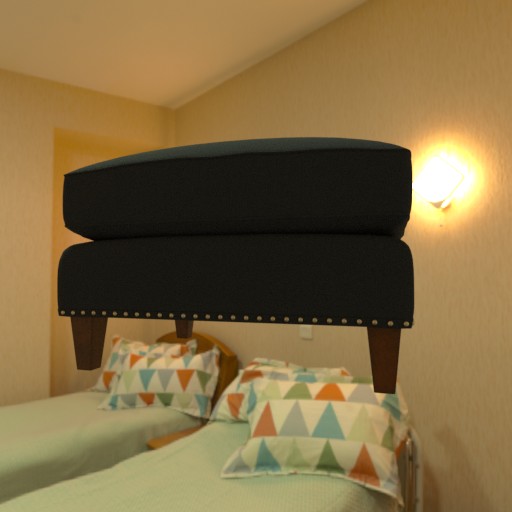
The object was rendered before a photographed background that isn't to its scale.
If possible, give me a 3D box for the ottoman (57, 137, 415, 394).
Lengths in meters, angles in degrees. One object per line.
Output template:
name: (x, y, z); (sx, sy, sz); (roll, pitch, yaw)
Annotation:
ottoman: (0.000, 0.000, 1.134); (0.741, 0.513, 0.584); (-1, -2, 17)
